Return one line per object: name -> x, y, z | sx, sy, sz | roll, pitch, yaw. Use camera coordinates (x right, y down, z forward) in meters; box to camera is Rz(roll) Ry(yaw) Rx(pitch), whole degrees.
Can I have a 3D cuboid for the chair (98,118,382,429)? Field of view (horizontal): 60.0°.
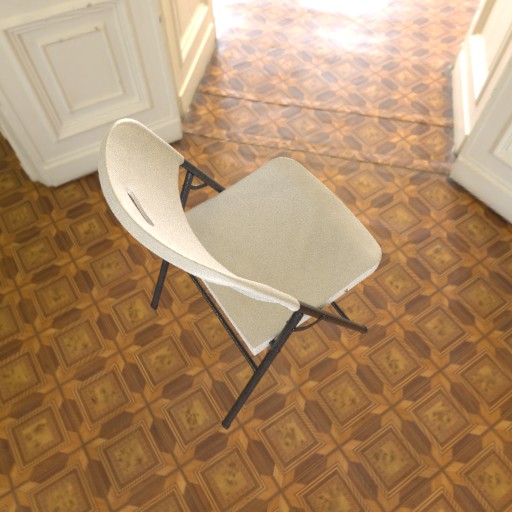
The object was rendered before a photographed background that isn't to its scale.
chair -> 0.000, 0.000, 1.145 | 0.566, 0.810, 0.494 | -30, 63, -17
